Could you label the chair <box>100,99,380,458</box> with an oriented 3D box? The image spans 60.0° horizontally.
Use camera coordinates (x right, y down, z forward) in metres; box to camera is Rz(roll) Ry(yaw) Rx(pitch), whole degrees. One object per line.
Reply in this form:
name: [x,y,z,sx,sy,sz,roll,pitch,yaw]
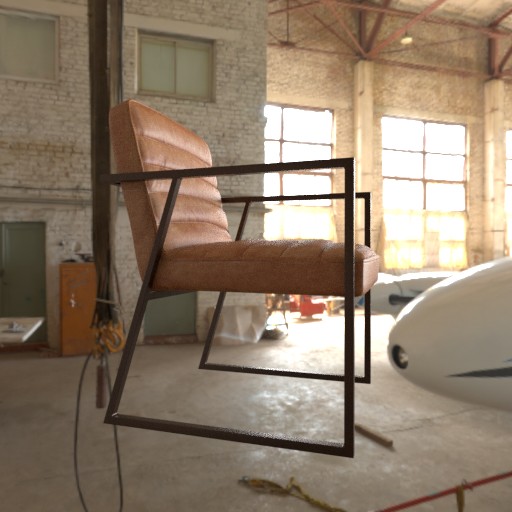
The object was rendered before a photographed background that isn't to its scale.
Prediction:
chair: [0.000,0.000,1.278,0.677,0.832,0.571,0,0,18]
